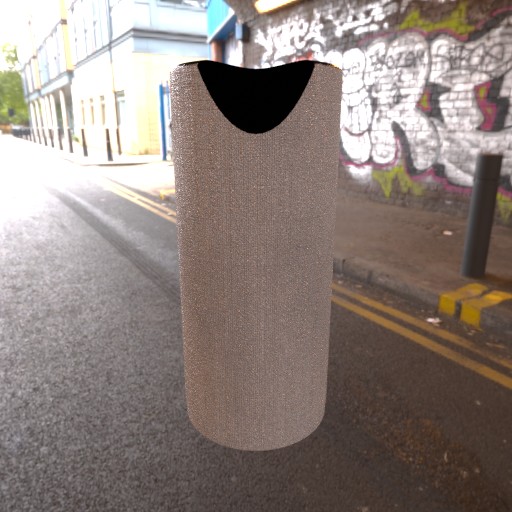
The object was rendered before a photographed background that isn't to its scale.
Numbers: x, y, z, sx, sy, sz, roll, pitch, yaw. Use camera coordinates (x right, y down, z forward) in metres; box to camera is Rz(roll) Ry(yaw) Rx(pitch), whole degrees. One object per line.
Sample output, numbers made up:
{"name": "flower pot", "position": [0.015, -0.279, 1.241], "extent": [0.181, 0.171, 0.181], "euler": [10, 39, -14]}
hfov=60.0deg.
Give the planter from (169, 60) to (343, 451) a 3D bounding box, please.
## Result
{"name": "planter", "position": [0.000, 0.000, 0.132], "extent": [0.045, 0.103, 0.045], "euler": [3, 17, 8]}
